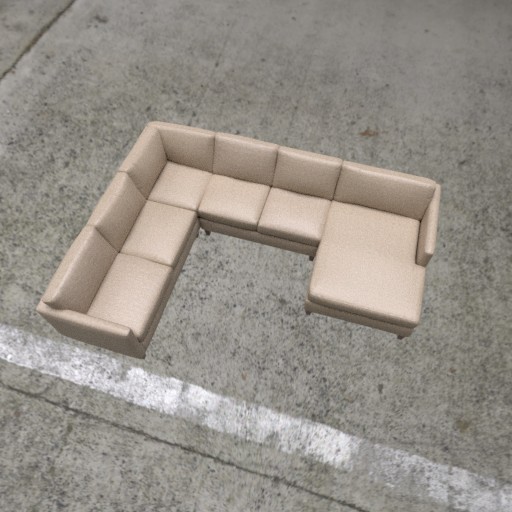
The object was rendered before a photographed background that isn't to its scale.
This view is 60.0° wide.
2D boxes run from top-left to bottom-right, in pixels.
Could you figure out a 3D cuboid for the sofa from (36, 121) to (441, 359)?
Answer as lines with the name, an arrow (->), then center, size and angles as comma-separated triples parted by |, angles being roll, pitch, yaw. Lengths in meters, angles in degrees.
sofa -> 0.000, 0.000, 4.610 | 3.460, 0.961, 2.594 | 14, 60, 8
